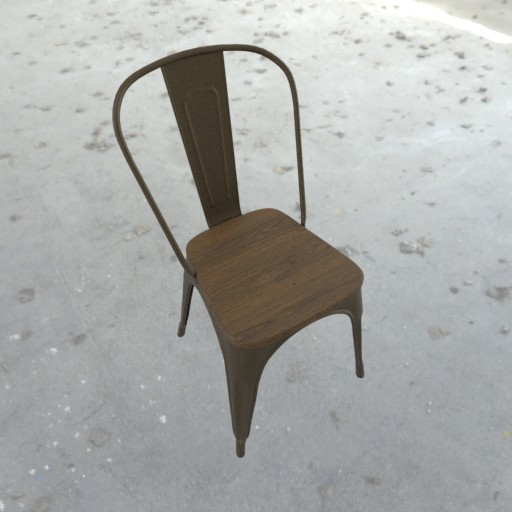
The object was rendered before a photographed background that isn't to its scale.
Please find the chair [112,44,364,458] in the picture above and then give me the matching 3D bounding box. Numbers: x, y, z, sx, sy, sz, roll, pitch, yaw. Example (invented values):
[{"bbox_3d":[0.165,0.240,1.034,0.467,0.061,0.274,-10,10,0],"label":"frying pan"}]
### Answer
[{"bbox_3d":[0.000,0.000,1.115,0.451,0.844,0.532,-25,51,-22],"label":"chair"}]
